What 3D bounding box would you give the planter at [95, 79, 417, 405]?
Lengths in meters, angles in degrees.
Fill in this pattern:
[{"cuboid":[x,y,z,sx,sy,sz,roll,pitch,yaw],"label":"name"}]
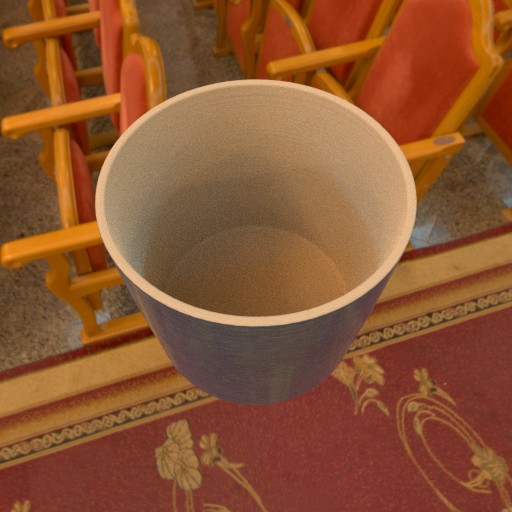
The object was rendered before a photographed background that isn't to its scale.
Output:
[{"cuboid":[0.000,0.000,0.395,0.221,0.201,0.221,0,58,0],"label":"planter"}]
